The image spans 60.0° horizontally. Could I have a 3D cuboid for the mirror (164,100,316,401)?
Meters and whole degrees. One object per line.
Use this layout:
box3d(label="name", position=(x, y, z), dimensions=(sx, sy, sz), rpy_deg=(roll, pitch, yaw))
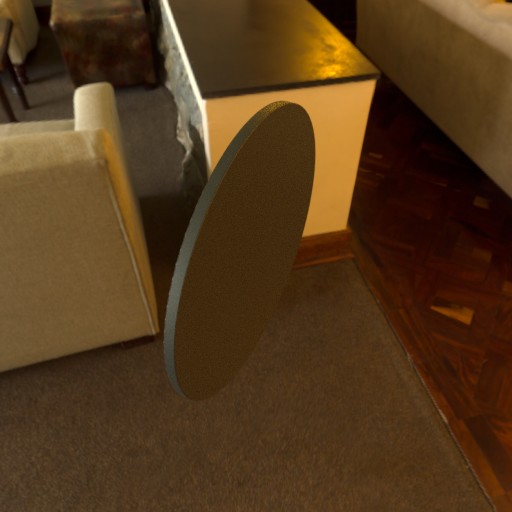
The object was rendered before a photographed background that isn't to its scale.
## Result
box3d(label="mirror", position=(0.000, 0.000, 1.606), dimensions=(0.036, 1.077, 1.077), rpy_deg=(20, 49, 18))
